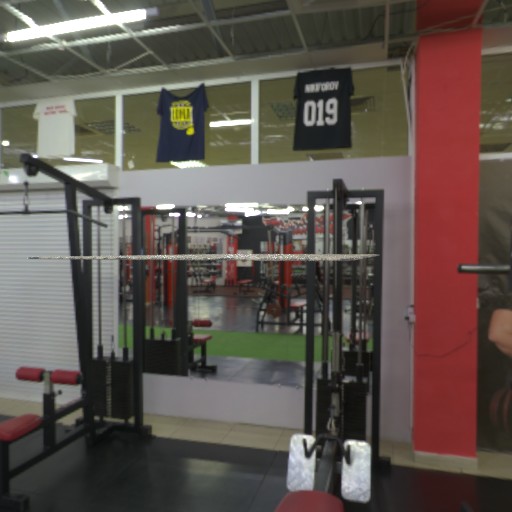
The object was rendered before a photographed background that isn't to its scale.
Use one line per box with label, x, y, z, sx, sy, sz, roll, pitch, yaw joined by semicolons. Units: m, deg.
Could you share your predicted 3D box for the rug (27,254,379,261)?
rug;0.000;0.000;2.060;1.035;0.006;1.652;0;1;18
